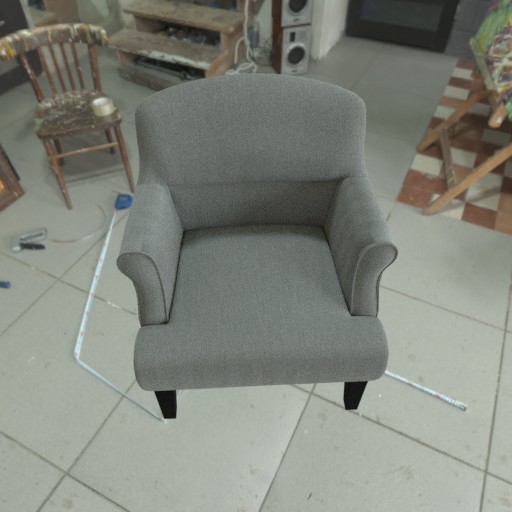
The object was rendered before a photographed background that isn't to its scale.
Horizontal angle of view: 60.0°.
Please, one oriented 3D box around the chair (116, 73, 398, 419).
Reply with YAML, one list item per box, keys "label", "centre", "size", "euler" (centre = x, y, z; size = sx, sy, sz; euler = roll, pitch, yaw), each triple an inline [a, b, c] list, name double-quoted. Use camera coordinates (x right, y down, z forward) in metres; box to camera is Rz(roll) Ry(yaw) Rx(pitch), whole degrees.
- label: "chair"
  centre: [0.000, 0.000, 1.435]
  size: [0.772, 0.880, 0.755]
  euler: [-2, 47, -2]
